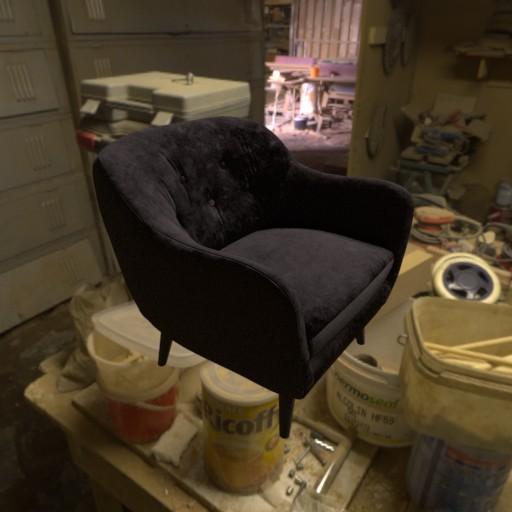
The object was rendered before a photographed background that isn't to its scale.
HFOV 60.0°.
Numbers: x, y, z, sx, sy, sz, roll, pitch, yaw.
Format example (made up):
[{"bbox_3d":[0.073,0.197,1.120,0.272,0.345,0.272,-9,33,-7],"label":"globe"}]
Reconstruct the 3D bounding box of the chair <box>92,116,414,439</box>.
[{"bbox_3d":[0.000,0.000,1.526,0.819,0.807,0.840,19,33,32],"label":"chair"}]
